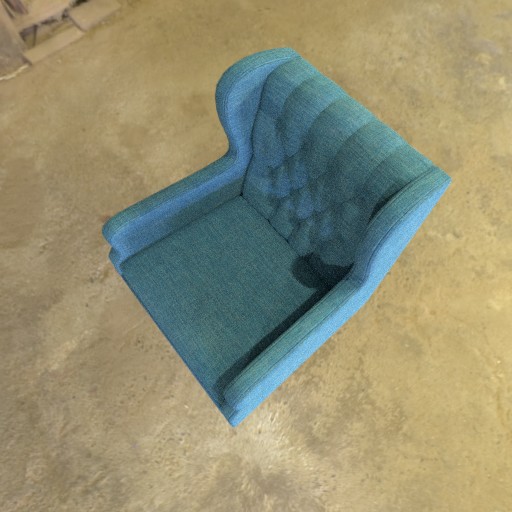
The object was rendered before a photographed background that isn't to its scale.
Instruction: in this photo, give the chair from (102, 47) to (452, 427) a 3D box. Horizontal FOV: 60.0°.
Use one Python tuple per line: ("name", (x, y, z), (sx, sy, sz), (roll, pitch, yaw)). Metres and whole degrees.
("chair", (0.000, 0.000, 1.487), (0.775, 0.952, 0.711), (-36, 69, -16))
